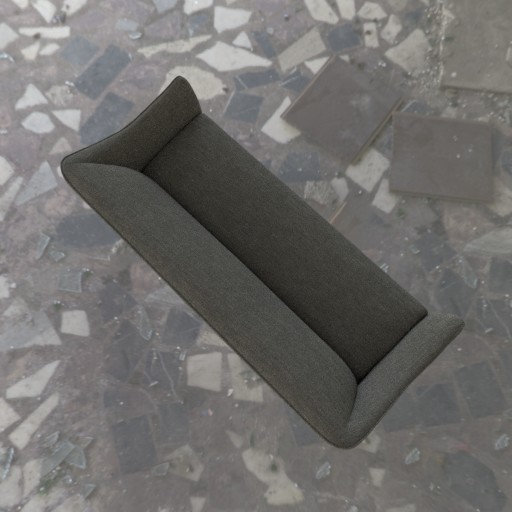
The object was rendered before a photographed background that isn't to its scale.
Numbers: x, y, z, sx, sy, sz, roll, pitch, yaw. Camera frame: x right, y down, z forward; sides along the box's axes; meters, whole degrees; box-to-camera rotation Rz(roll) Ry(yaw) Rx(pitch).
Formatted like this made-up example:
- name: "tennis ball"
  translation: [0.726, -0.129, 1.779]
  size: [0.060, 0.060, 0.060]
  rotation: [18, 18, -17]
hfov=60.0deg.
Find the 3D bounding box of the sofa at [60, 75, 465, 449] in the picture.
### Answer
- name: "sofa"
  translation: [0.000, 0.000, 2.317]
  size: [1.928, 0.829, 0.867]
  rotation: [43, 79, 11]
